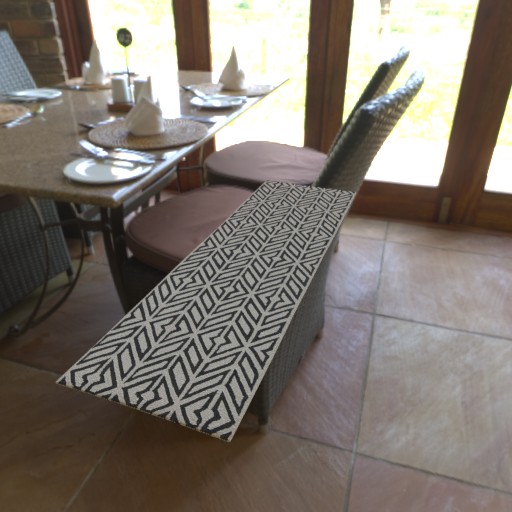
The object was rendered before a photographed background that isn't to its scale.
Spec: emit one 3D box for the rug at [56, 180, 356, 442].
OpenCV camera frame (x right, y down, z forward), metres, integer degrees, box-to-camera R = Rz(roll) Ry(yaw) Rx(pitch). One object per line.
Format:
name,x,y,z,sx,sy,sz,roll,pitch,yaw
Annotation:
rug,0.000,0.000,2.606,0.750,0.009,2.435,11,32,18
